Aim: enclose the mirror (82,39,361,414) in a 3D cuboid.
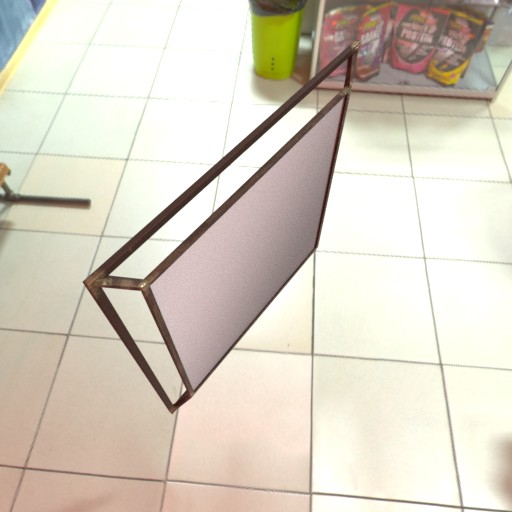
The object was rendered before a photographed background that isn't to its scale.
[{"bbox_3d":[0.000,0.000,0.890,0.032,0.610,0.610,33,63,19],"label":"mirror"}]
